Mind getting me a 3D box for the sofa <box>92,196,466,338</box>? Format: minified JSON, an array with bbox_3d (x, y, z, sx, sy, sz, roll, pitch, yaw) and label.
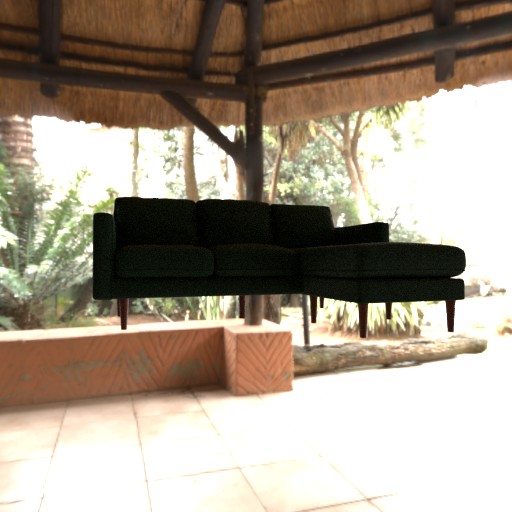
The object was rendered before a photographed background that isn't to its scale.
[{"bbox_3d":[0.000,0.000,2.930,2.030,0.899,1.580,0,-1,-19],"label":"sofa"}]
